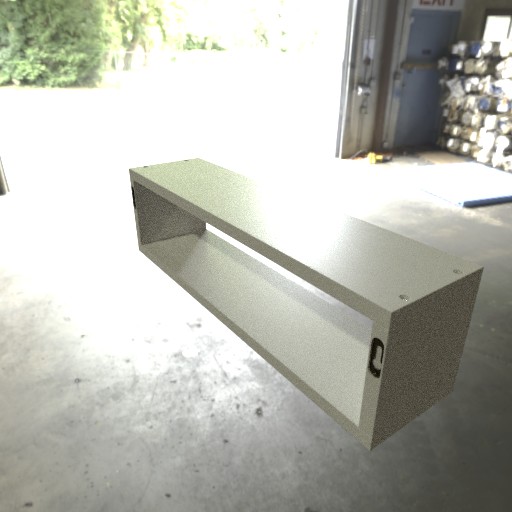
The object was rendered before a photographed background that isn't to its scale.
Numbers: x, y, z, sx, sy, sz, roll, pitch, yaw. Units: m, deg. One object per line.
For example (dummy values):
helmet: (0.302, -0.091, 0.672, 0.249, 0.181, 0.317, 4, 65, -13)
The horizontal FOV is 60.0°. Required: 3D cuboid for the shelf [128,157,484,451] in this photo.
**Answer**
shelf: (0.000, 0.000, 0.685, 0.150, 0.170, 0.610, -17, 31, -32)
